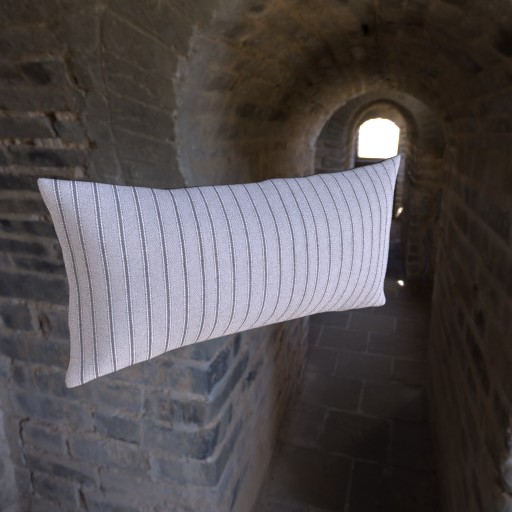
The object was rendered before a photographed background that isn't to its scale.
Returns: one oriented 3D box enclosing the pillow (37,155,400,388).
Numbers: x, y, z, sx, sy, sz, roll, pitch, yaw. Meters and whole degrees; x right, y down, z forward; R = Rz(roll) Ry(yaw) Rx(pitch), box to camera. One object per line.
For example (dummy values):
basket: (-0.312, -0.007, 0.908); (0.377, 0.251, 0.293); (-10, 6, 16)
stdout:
pillow: (0.000, 0.000, 0.719); (0.609, 0.305, 0.151); (-9, 18, -28)
